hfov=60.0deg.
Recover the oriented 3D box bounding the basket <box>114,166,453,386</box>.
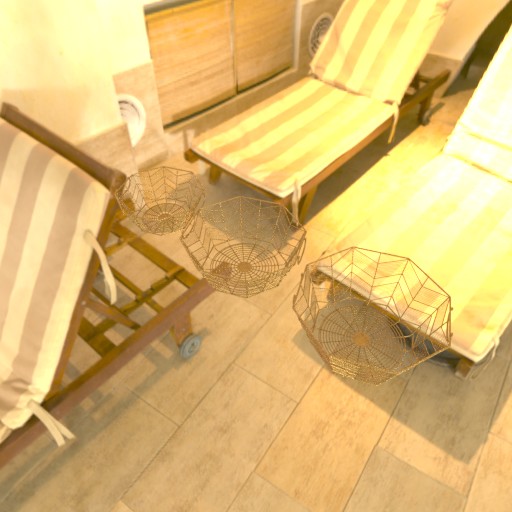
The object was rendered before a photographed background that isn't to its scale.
[{"bbox_3d":[0.000,0.000,1.431,1.245,0.178,0.432,31,53,27],"label":"basket"}]
